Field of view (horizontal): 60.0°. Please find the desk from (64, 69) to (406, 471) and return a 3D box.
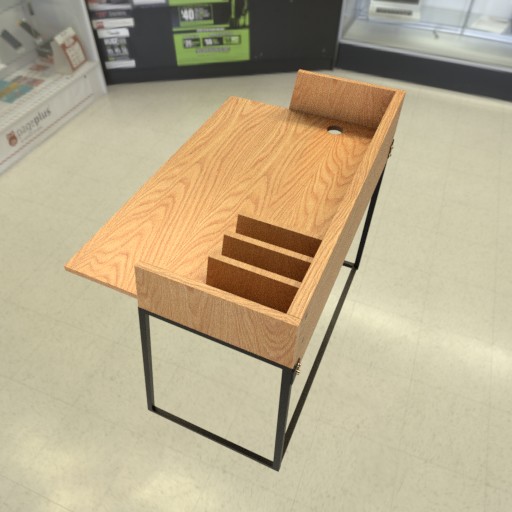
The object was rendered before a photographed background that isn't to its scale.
[{"bbox_3d":[0.000,0.000,1.859,0.769,1.061,1.191,19,50,16],"label":"desk"}]
